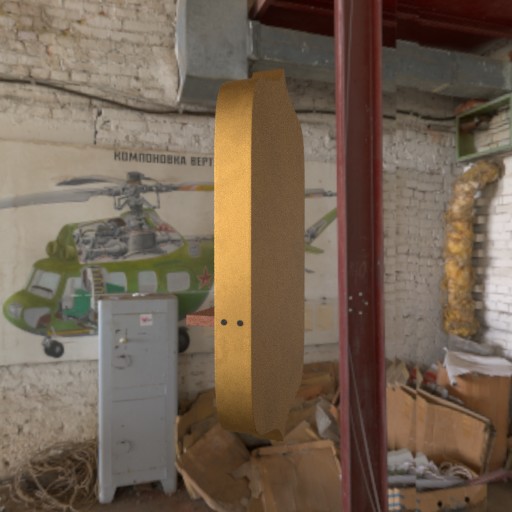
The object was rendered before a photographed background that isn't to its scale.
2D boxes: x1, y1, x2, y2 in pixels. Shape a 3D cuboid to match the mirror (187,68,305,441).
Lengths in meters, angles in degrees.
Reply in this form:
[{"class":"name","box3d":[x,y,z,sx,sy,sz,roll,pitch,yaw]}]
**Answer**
[{"class":"mirror","box3d":[0.000,0.000,0.744,0.096,0.613,0.323,0,1,19]}]
